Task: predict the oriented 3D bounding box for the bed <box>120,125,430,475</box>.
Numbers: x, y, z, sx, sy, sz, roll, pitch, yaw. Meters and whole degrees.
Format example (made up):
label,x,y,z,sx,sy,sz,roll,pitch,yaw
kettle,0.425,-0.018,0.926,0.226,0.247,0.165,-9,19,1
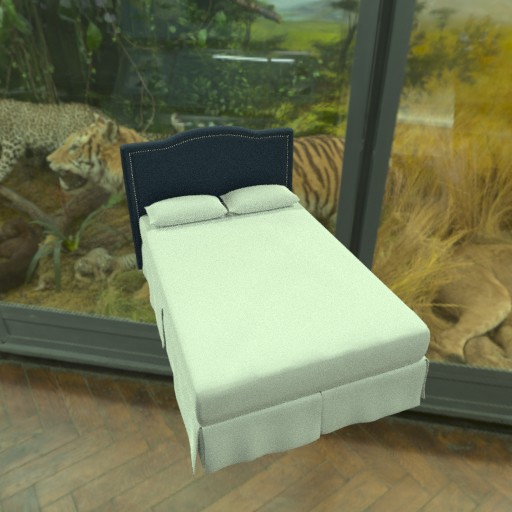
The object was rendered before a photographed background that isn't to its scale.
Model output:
label,x,y,z,sx,sy,sz,roll,pitch,yaw
bed,0.000,0.000,3.560,1.741,1.441,2.507,-11,33,-17
